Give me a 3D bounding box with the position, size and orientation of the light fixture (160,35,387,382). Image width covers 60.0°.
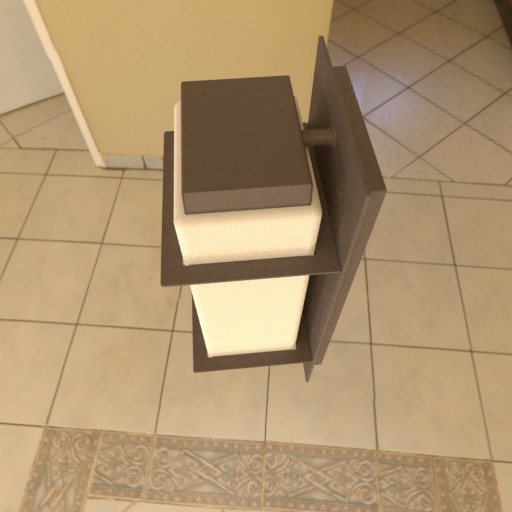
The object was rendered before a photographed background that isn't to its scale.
[{"bbox_3d":[0.000,0.000,0.426,0.146,0.347,0.153,-5,58,-3],"label":"light fixture"}]
